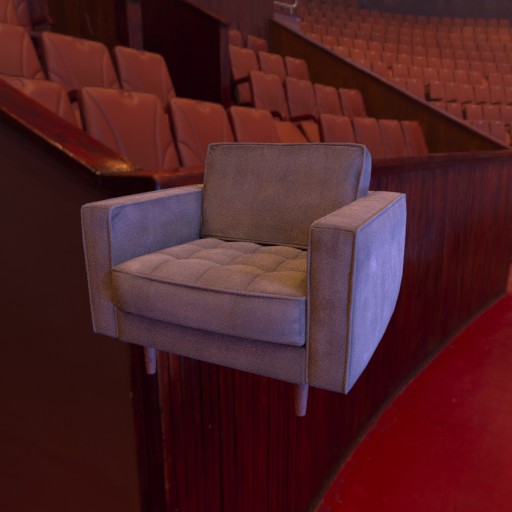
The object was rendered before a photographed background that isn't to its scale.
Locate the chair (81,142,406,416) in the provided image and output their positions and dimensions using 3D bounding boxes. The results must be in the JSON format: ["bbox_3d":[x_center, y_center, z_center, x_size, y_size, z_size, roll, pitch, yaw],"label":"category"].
[{"bbox_3d":[0.000,0.000,1.568,0.928,0.773,0.843,7,16,25],"label":"chair"}]
